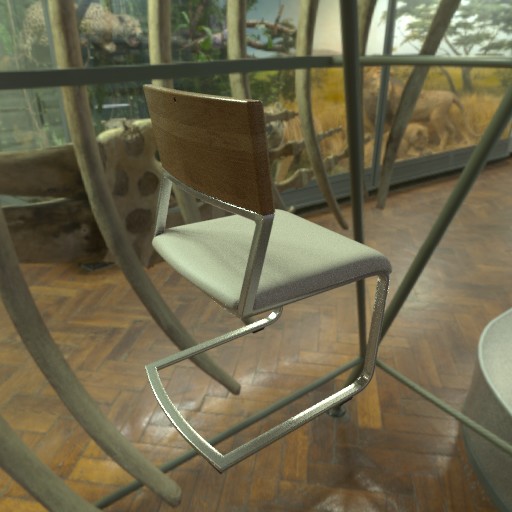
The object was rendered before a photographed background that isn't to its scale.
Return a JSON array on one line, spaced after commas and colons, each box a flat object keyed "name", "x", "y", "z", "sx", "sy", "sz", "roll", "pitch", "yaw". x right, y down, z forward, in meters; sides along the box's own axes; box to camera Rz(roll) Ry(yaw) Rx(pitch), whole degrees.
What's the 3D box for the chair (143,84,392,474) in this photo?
[{"name": "chair", "x": 0.000, "y": 0.000, "z": 1.183, "sx": 0.585, "sy": 0.844, "sz": 0.467, "roll": -17, "pitch": 30, "yaw": -31}]
